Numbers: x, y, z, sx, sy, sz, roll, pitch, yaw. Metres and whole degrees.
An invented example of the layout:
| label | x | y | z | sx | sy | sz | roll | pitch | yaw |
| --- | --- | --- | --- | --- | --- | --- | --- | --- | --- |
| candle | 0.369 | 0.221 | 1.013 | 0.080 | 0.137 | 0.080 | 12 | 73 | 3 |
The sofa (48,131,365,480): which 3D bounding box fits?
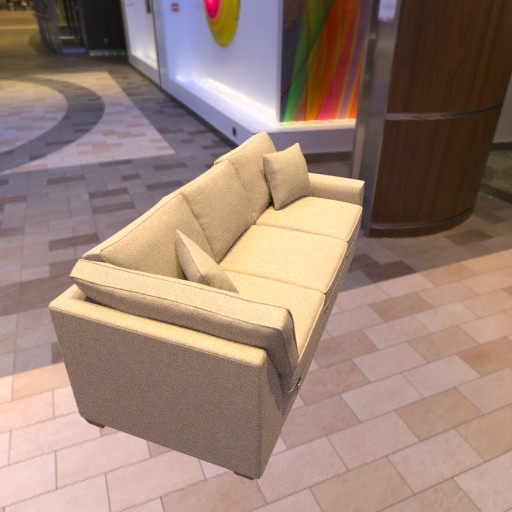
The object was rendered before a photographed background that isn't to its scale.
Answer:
| label | x | y | z | sx | sy | sz | roll | pitch | yaw |
| --- | --- | --- | --- | --- | --- | --- | --- | --- | --- |
| sofa | 0.000 | 0.000 | 2.796 | 1.061 | 0.962 | 2.317 | 11 | 32 | 18 |
